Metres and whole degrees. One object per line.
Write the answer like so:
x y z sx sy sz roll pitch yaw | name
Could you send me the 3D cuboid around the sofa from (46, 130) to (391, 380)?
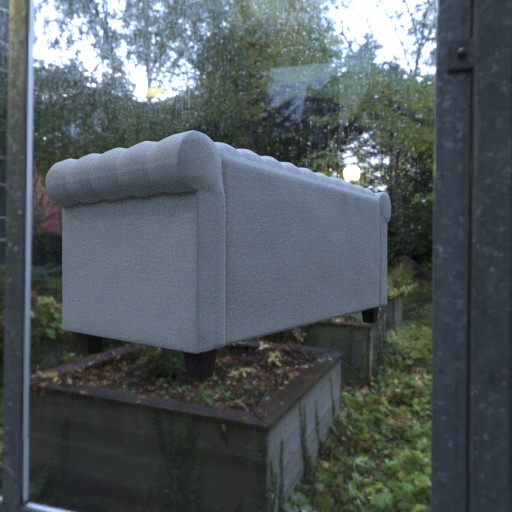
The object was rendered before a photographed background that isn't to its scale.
0.000 0.000 2.237 0.783 0.797 1.798 0 0 36 | sofa
